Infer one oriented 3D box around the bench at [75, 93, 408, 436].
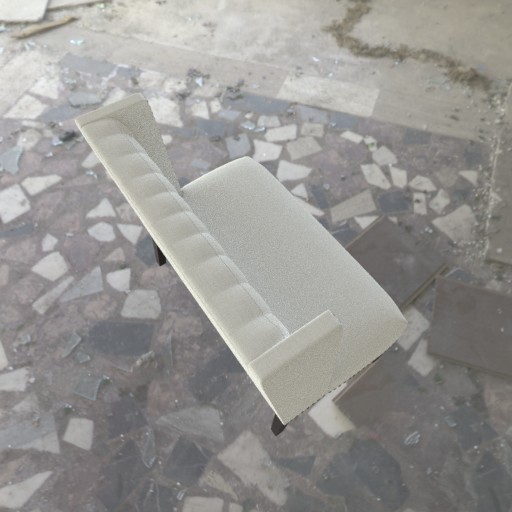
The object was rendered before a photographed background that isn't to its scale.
[{"bbox_3d":[0.000,0.000,2.029,0.847,1.123,1.280,-30,62,-18],"label":"bench"}]
